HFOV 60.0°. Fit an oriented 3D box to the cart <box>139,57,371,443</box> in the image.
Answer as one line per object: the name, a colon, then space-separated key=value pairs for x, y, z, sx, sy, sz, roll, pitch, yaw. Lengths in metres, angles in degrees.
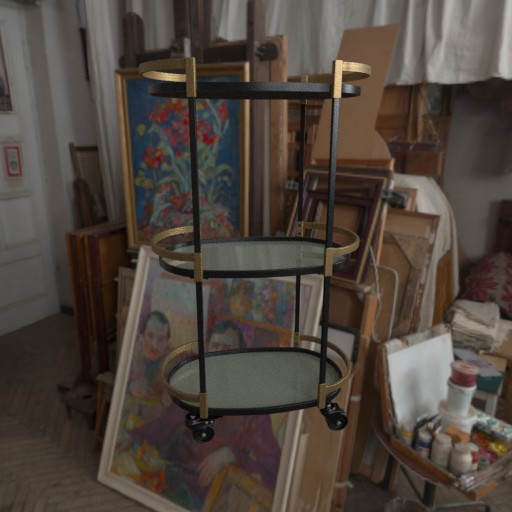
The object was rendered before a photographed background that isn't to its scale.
cart: x=0.000 y=0.000 z=1.126 sx=0.515 sy=0.885 sz=0.311 roll=-2 pitch=17 yaw=-7
